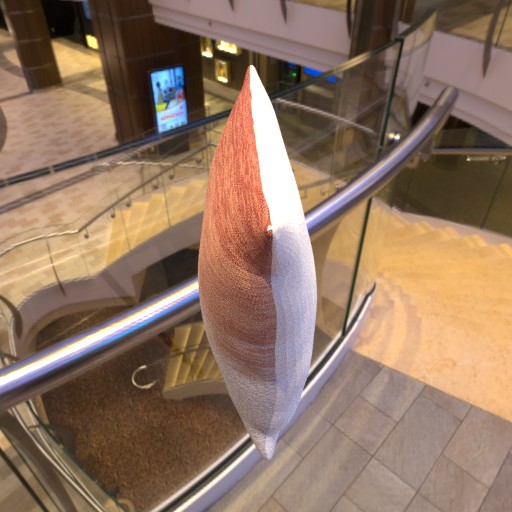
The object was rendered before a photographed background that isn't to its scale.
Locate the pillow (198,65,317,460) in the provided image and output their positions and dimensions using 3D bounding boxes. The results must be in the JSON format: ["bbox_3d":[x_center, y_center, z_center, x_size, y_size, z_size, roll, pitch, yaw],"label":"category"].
[{"bbox_3d":[0.000,0.000,0.683,0.182,0.441,0.440,-2,40,-2],"label":"pillow"}]
